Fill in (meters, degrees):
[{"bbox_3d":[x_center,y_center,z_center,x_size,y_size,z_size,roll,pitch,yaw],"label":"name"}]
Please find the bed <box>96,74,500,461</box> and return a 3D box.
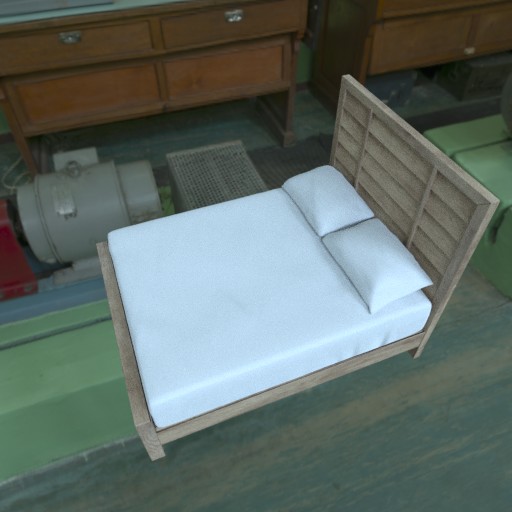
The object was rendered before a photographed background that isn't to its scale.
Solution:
[{"bbox_3d":[0.000,0.000,3.220,2.197,1.626,1.626,-16,49,-15],"label":"bed"}]
